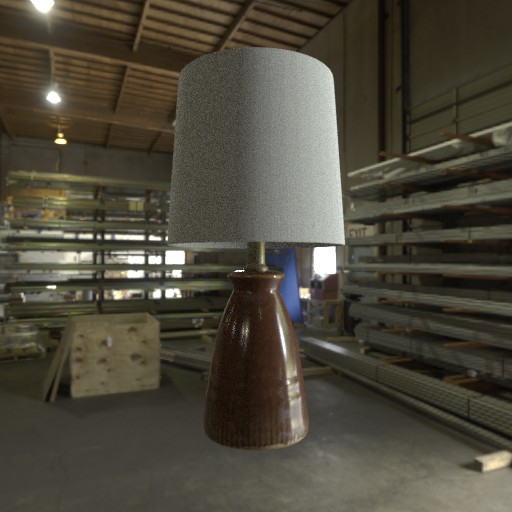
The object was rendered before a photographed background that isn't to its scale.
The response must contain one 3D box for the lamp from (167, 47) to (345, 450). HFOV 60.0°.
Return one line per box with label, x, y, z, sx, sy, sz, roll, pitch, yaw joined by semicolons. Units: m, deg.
lamp;0.000;0.000;0.473;0.186;0.369;0.186;0;-1;0
